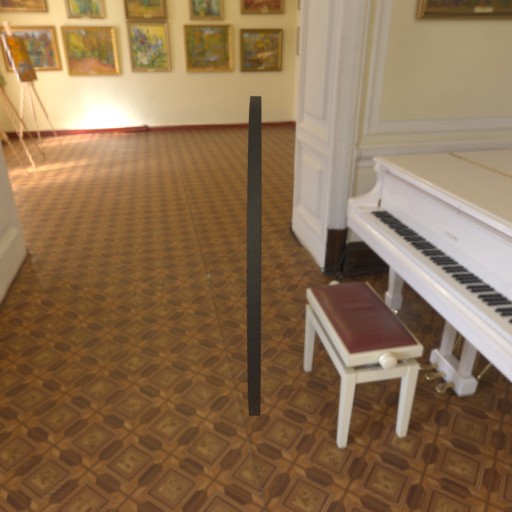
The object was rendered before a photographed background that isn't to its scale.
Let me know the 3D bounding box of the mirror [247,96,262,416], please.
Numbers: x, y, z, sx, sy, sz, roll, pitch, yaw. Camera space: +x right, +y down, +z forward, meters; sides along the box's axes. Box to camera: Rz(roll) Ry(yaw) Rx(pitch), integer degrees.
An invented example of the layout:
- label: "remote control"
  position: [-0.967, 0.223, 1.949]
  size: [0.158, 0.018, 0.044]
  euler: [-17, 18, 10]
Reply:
- label: "mirror"
  position: [0.000, 0.000, 1.586]
  size: [0.036, 1.077, 1.077]
  euler: [0, 26, 0]
